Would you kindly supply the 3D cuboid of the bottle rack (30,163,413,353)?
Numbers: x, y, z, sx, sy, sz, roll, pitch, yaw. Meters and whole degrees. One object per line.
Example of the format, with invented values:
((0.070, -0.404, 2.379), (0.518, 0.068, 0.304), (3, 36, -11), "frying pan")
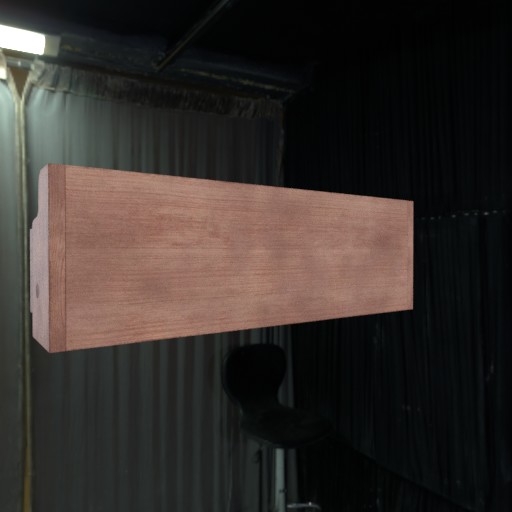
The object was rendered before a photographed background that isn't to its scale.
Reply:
((0.000, 0.000, 0.682), (0.608, 0.196, 0.126), (0, 1, -35), "bottle rack")
